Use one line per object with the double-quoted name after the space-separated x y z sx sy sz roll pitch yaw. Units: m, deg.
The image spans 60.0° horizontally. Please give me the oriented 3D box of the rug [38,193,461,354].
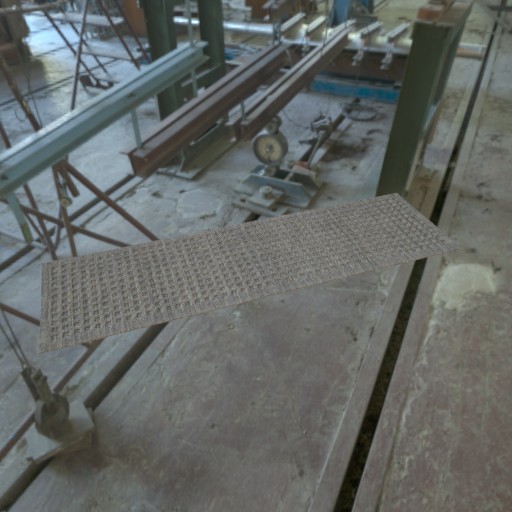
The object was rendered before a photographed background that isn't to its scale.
0.000 0.000 2.682 2.443 0.009 0.706 -12 41 -15 "rug"
